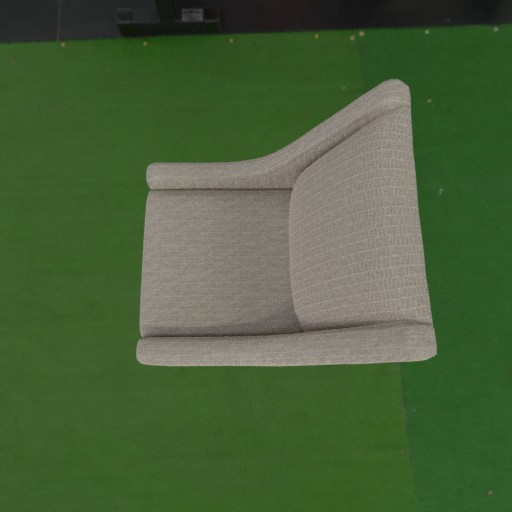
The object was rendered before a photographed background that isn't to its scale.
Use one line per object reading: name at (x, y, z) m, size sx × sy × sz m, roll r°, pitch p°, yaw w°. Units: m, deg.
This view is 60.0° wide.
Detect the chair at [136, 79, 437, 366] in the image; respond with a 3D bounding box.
chair at (0.000, 0.000, 1.604) m, size 0.870 × 1.014 × 0.774 m, roll 0°, pitch 76°, yaw 0°
